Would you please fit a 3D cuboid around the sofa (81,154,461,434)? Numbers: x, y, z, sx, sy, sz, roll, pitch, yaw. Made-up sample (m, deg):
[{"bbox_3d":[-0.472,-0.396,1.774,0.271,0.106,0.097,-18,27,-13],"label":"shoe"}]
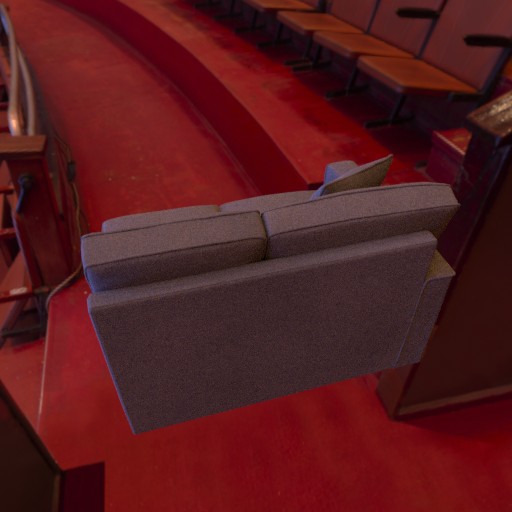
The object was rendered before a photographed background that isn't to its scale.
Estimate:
[{"bbox_3d":[0.000,0.000,2.054,1.388,0.989,0.991,-11,41,-12],"label":"sofa"}]
